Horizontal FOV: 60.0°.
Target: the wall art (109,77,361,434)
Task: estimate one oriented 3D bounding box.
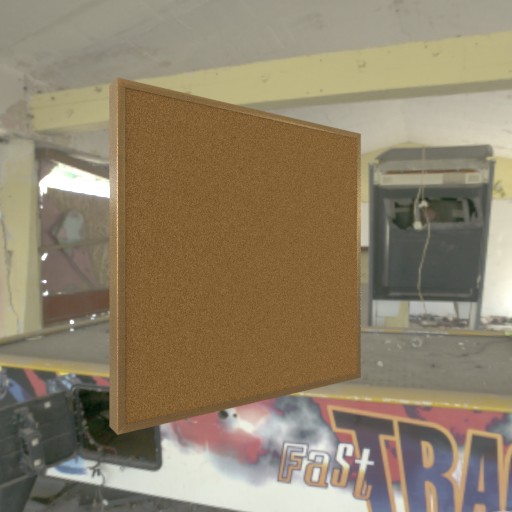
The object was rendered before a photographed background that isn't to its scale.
[{"bbox_3d":[0.000,0.000,0.786,0.505,0.505,0.037,0,0,-35],"label":"wall art"}]
